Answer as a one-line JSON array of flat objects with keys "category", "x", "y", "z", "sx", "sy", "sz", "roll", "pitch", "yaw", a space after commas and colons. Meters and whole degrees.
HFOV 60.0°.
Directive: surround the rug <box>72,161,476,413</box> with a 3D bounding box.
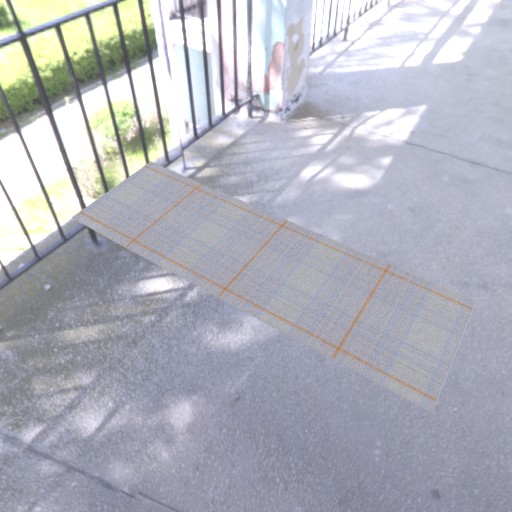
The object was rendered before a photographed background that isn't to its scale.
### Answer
[{"category": "rug", "x": 0.000, "y": 0.000, "z": 2.716, "sx": 2.442, "sy": 0.016, "sz": 0.770, "roll": 26, "pitch": 52, "yaw": 22}]
